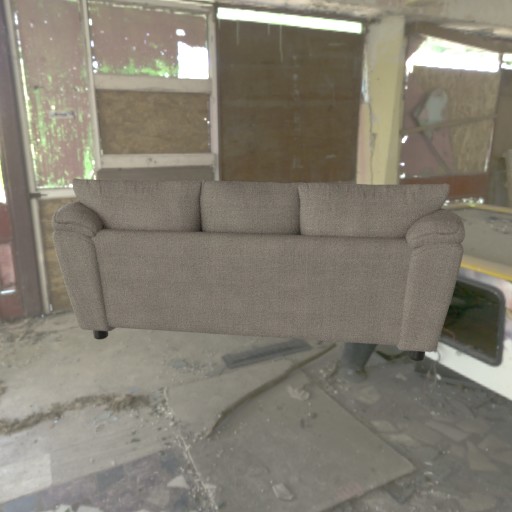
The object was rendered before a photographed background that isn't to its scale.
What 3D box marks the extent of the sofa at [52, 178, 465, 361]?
[{"bbox_3d":[0.000,0.000,2.826,2.334,0.996,0.878,2,15,8],"label":"sofa"}]
